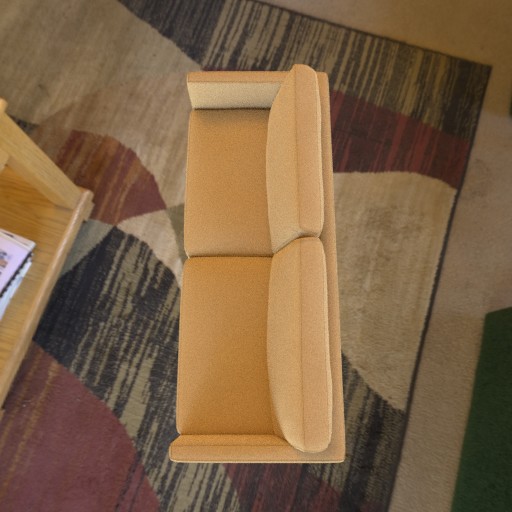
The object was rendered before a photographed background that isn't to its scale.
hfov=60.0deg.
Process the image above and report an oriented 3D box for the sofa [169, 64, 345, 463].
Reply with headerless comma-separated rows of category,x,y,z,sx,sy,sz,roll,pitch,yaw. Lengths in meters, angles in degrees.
sofa,0.000,0.000,2.845,0.951,0.968,2.361,0,75,0
